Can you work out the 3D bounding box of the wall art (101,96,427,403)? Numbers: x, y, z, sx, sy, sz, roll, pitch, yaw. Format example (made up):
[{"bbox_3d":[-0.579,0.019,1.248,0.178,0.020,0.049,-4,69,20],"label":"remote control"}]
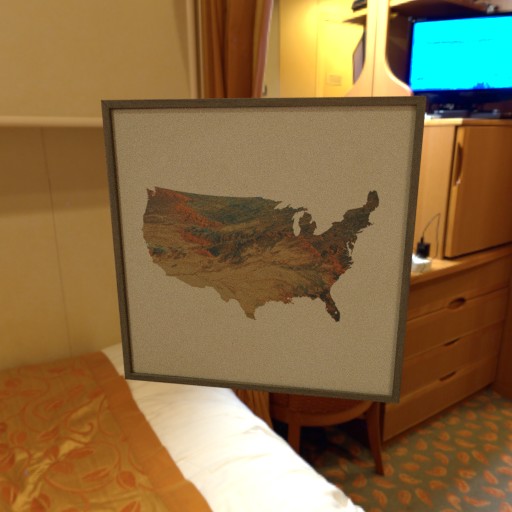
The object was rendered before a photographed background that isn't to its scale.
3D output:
[{"bbox_3d":[0.000,0.000,0.754,0.508,0.507,0.016,2,15,9],"label":"wall art"}]
